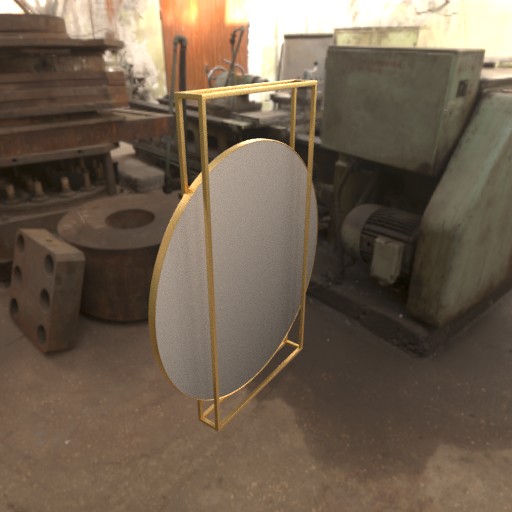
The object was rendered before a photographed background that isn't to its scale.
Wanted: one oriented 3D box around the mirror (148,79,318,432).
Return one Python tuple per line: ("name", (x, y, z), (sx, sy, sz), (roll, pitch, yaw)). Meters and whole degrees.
("mirror", (0.000, 0.000, 0.838), (0.051, 0.603, 0.508), (17, 30, 32))
